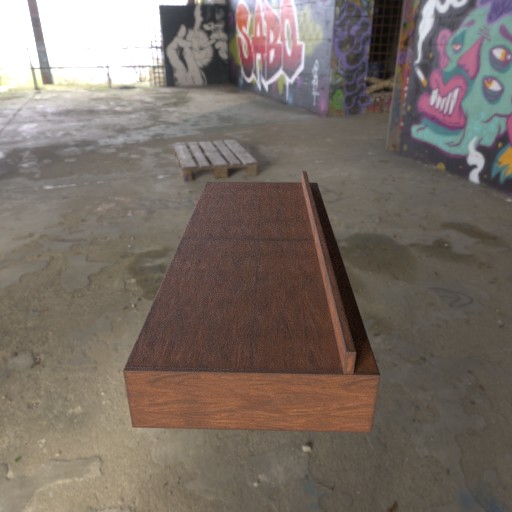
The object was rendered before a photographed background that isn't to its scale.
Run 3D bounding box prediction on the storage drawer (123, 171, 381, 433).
[{"bbox_3d":[0.000,0.000,2.189,0.774,0.339,1.914,1,26,1],"label":"storage drawer"}]
